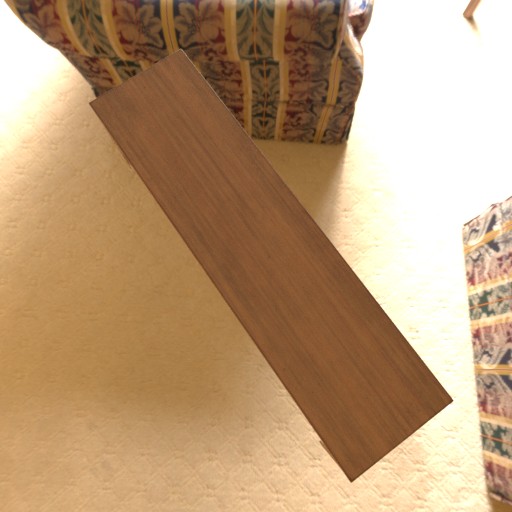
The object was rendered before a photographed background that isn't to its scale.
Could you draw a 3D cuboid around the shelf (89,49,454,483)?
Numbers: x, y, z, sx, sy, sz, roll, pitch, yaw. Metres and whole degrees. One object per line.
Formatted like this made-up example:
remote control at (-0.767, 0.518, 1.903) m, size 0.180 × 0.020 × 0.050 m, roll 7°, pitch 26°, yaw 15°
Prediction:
shelf at (0.000, 0.000, 0.703) m, size 0.166 × 0.190 × 0.636 m, roll -34°, pitch 79°, yaw -8°
